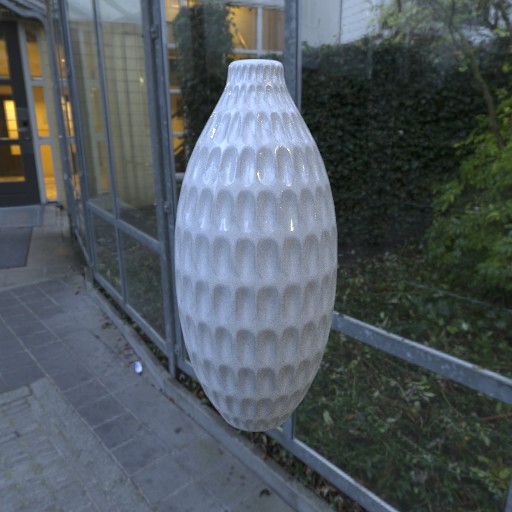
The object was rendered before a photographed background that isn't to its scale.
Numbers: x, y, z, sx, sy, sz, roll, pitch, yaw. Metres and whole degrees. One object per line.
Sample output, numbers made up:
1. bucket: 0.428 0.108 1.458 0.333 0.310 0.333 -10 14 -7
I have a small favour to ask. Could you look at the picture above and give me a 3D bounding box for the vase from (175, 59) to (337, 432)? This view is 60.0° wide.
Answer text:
1. vase: 0.000 0.000 0.350 0.127 0.282 0.127 0 16 0
